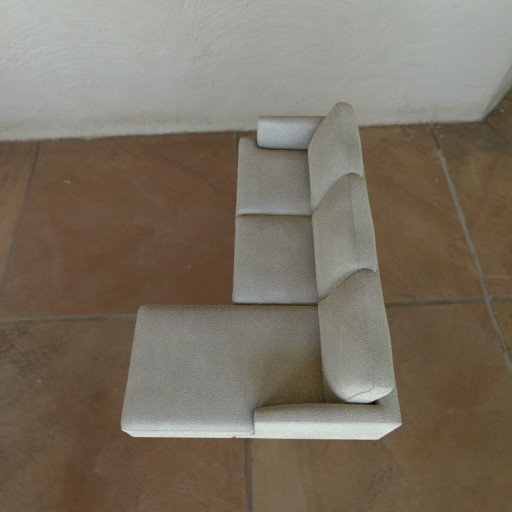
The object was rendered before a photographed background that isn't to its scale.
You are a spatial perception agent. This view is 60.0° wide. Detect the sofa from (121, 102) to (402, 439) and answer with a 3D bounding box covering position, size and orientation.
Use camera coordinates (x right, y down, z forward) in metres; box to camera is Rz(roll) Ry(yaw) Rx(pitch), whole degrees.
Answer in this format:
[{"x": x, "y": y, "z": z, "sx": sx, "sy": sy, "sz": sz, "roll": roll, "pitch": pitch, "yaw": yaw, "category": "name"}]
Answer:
[{"x": 0.000, "y": 0.000, "z": 2.987, "sx": 1.504, "sy": 0.956, "sz": 2.233, "roll": 0, "pitch": 60, "yaw": 0, "category": "sofa"}]
